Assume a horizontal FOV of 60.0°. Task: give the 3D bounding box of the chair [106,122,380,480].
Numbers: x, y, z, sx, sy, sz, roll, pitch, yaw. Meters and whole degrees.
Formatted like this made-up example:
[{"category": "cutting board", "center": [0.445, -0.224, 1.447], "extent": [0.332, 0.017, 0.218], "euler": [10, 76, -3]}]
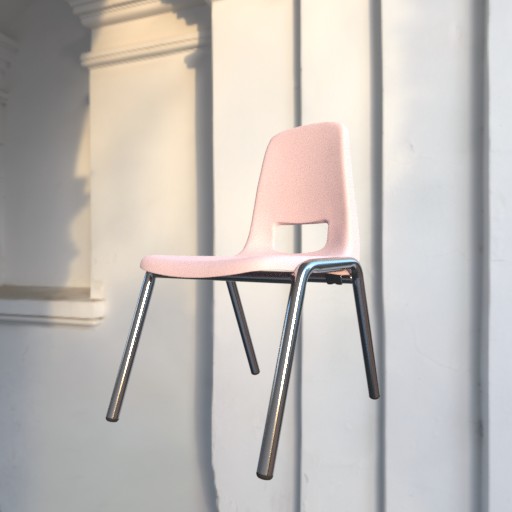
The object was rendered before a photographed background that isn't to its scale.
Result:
[{"category": "chair", "center": [0.000, 0.000, 0.841], "extent": [0.354, 0.586, 0.423], "euler": [0, 0, 37]}]
